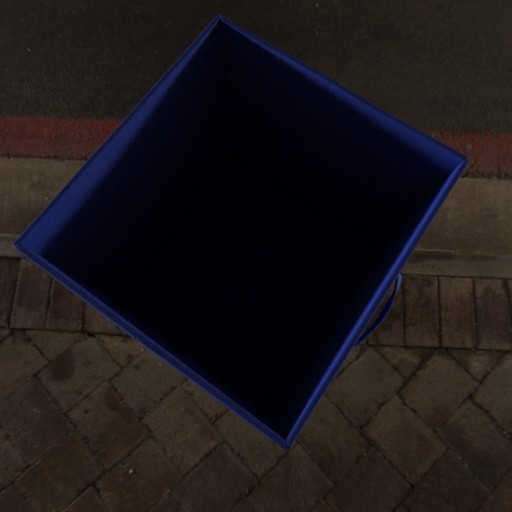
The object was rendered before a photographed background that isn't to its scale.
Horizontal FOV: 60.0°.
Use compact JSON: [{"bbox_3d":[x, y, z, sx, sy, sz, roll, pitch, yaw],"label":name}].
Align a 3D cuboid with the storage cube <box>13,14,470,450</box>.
[{"bbox_3d":[0.000,0.000,0.477,0.270,0.280,0.270,34,77,9],"label":"storage cube"}]
